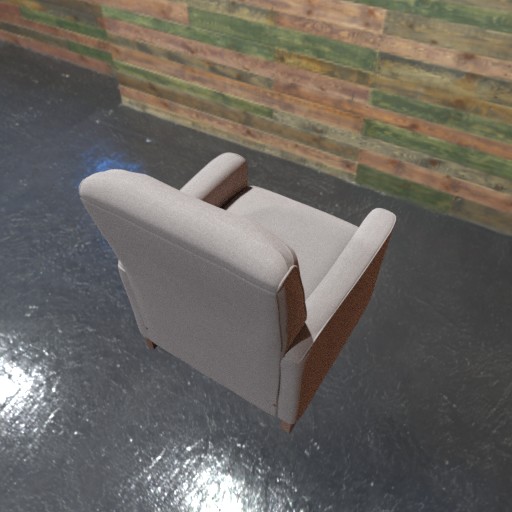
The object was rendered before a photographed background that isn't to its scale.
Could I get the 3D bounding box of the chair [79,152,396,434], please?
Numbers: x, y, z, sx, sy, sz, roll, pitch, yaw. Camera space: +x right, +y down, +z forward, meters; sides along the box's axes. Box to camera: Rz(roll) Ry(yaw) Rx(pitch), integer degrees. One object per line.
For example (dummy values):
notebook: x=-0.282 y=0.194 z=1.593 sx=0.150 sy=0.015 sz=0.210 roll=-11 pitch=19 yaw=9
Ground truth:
chair: x=0.000 y=0.000 z=1.716 sx=0.845 sy=1.023 sz=0.859 roll=25 pitch=52 yaw=21
